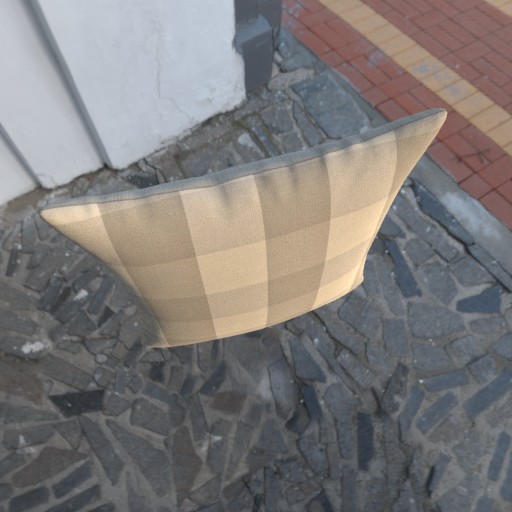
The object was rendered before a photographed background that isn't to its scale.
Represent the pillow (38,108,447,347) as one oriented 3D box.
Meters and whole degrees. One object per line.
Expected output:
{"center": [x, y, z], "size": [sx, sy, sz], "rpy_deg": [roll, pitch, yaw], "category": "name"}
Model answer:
{"center": [0.000, 0.000, 0.752], "size": [0.511, 0.509, 0.161], "rpy_deg": [-16, 64, -8], "category": "pillow"}
